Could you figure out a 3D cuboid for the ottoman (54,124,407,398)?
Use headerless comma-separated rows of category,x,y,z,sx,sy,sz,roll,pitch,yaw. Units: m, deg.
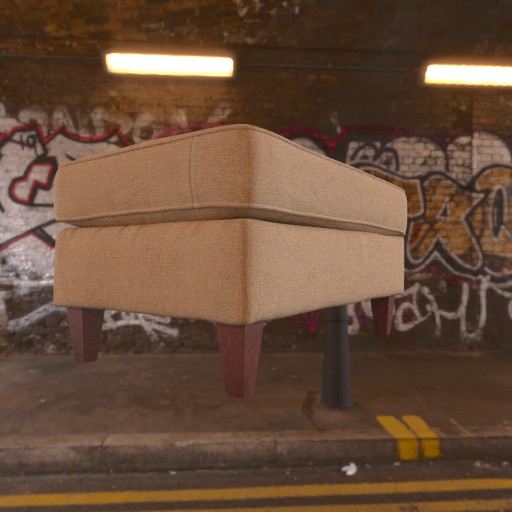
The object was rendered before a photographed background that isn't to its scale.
ottoman,0.000,0.000,1.199,0.583,0.484,0.862,0,0,35
